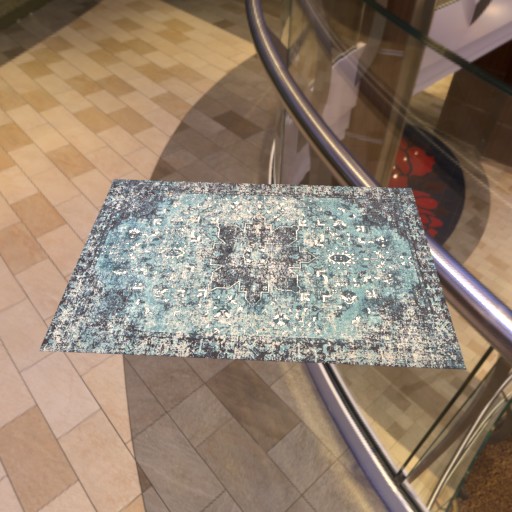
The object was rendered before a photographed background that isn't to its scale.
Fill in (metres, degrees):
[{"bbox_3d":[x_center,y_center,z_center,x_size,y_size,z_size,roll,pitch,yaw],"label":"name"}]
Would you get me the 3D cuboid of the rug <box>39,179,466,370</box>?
[{"bbox_3d":[0.000,0.000,2.305,1.828,0.005,1.219,2,47,2],"label":"rug"}]
